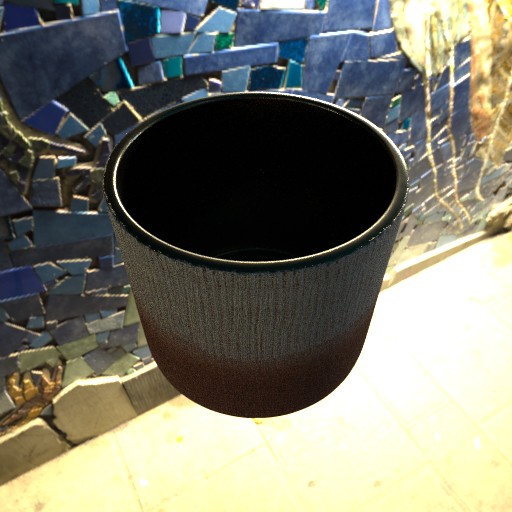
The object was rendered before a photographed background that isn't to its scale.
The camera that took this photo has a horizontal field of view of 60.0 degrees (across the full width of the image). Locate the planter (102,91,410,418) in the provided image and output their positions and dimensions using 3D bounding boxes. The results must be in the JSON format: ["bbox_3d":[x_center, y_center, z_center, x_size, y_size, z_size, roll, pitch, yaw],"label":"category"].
[{"bbox_3d":[0.000,0.000,0.391,0.221,0.201,0.221,0,46,0],"label":"planter"}]
